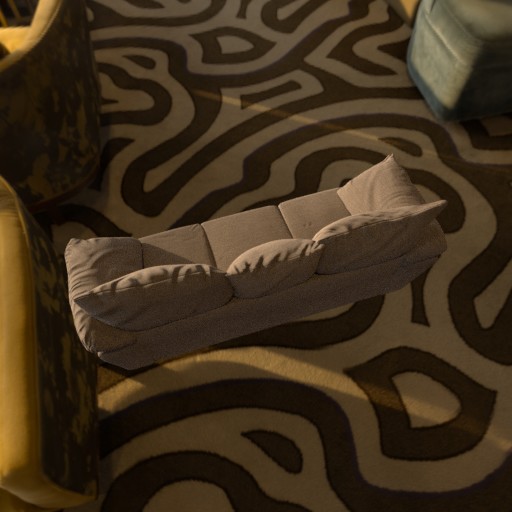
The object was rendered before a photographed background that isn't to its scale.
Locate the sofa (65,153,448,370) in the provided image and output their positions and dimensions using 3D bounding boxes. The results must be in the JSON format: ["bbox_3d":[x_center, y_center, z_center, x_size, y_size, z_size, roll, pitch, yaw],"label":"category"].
[{"bbox_3d":[0.000,0.000,3.022,2.390,1.043,0.927,-15,60,-9],"label":"sofa"}]
